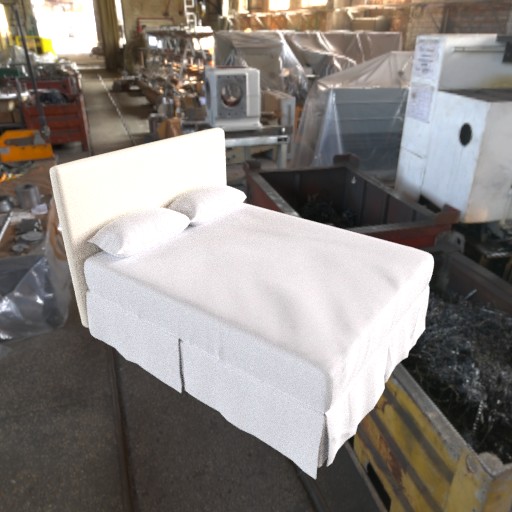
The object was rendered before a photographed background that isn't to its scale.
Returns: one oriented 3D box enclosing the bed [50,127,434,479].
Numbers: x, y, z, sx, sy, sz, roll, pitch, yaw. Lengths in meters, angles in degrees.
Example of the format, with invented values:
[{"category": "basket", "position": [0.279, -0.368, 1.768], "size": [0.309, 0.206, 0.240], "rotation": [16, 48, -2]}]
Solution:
[{"category": "bed", "position": [0.000, 0.000, 3.158], "size": [2.142, 1.330, 1.713], "rotation": [19, 32, 32]}]
